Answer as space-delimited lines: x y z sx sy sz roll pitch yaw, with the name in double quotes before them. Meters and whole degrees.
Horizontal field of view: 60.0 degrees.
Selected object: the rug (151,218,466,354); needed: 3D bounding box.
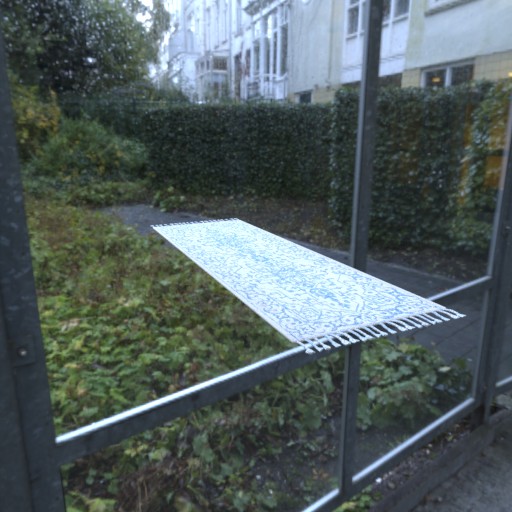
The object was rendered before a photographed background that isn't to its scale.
"rug" 0.000 0.000 2.733 0.774 0.011 2.449 -7 17 -24
